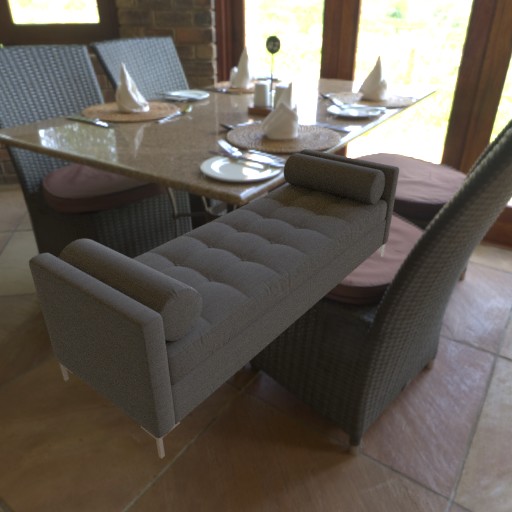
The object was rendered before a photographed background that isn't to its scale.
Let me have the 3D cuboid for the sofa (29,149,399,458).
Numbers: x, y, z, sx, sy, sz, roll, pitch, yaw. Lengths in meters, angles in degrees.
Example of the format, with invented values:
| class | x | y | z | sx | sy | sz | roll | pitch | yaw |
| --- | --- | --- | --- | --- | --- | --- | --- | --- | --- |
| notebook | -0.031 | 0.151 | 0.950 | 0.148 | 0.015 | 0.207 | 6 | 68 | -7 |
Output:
| class | x | y | z | sx | sy | sz | roll | pitch | yaw |
| --- | --- | --- | --- | --- | --- | --- | --- | --- | --- |
| sofa | 0.000 | 0.000 | 2.336 | 0.686 | 0.635 | 1.981 | 21 | 35 | 33 |
